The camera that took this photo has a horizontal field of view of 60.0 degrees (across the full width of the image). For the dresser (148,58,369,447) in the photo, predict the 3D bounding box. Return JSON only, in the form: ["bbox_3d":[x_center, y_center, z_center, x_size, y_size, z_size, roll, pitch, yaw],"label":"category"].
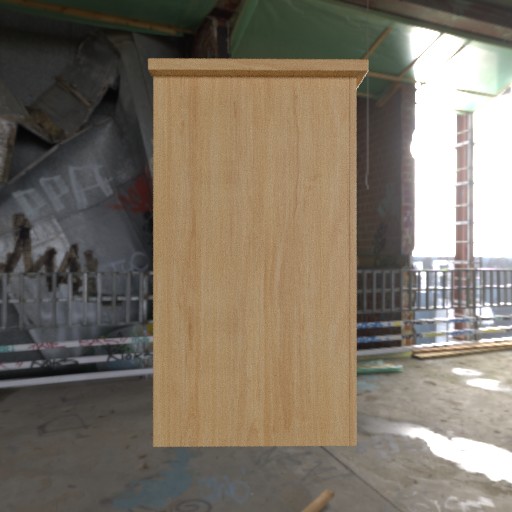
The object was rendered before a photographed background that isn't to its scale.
[{"bbox_3d":[0.000,0.000,1.221,0.410,0.730,0.800,0,0,-1],"label":"dresser"}]
